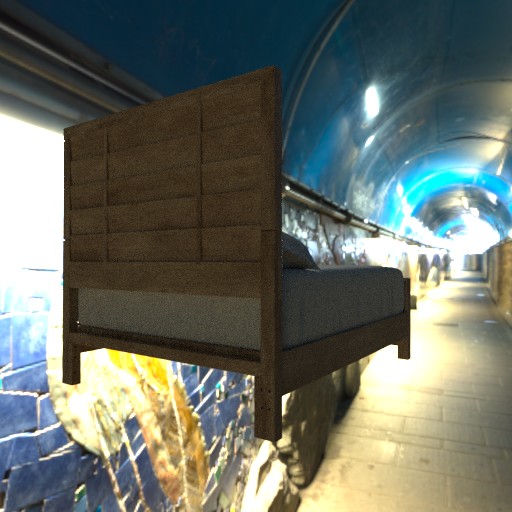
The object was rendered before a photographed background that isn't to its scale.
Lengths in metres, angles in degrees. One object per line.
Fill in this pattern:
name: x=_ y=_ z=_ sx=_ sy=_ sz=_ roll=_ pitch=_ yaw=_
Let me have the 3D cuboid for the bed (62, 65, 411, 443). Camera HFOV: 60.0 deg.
bed: x=0.000 y=0.000 z=3.194 sx=1.615 sy=1.631 sz=2.017 roll=0 pitch=-1 yaw=35
